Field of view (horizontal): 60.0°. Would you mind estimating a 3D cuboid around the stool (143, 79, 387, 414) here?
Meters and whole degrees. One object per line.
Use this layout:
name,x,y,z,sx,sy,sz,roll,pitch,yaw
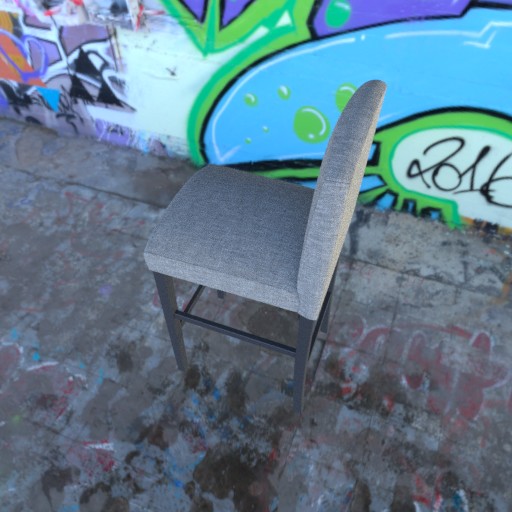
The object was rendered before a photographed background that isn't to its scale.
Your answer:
stool,0.000,0.000,1.436,0.552,1.138,0.451,16,49,14
